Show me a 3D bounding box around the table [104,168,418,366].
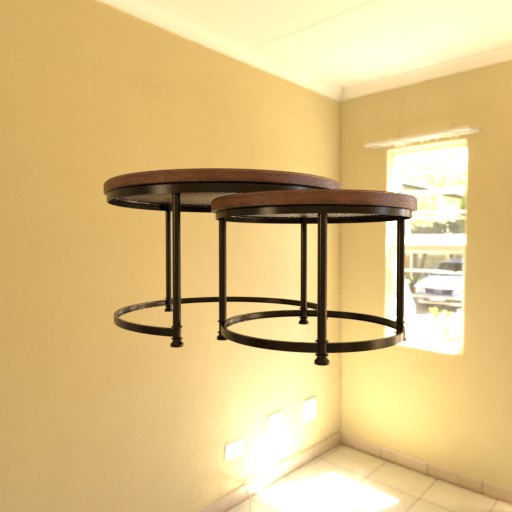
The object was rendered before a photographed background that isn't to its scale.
[{"bbox_3d":[0.000,0.000,1.607,1.152,0.516,0.870,1,2,34],"label":"table"}]
